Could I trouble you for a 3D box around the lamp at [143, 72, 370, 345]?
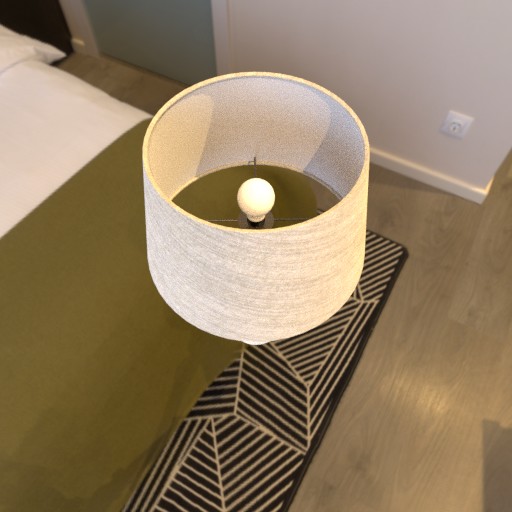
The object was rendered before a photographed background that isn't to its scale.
[{"bbox_3d":[0.000,0.000,0.848,0.390,0.580,0.390,0,57,0],"label":"lamp"}]
